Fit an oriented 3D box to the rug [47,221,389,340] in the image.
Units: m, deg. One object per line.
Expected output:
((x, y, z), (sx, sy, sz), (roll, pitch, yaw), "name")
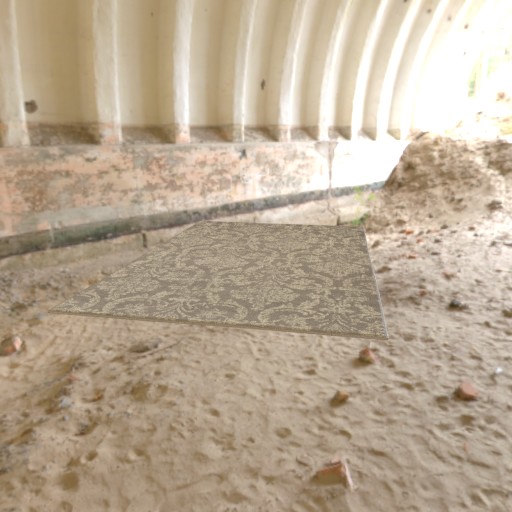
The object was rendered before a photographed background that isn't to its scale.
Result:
((0.000, 0.000, 3.576), (1.819, 0.018, 2.746), (3, 15, 10), "rug")
